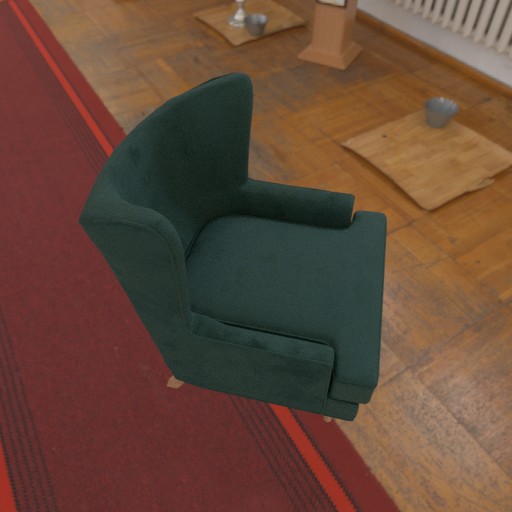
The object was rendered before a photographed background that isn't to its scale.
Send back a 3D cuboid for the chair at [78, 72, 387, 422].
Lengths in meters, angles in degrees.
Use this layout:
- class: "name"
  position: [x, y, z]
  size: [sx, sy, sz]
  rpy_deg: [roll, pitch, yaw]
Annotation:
- class: "chair"
  position: [0.000, 0.000, 1.566]
  size: [0.910, 0.952, 0.793]
  rpy_deg: [10, 49, 9]
